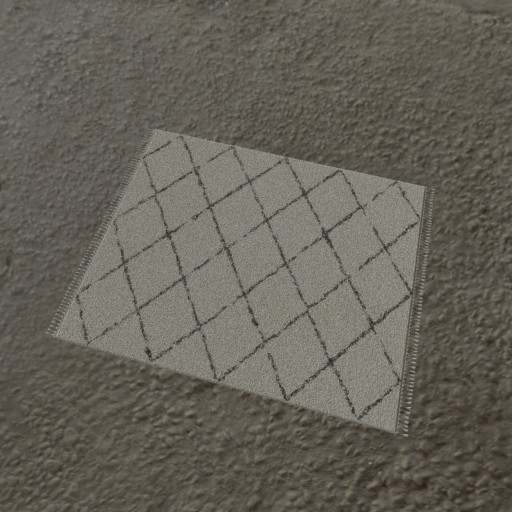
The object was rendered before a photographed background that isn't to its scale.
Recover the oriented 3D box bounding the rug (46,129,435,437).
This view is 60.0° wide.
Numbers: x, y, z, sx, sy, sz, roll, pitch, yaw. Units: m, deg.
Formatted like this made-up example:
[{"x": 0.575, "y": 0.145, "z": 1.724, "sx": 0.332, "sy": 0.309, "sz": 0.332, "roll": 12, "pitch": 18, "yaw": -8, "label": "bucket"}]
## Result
[{"x": 0.000, "y": 0.000, "z": 4.074, "sx": 3.051, "sy": 0.013, "sz": 2.380, "roll": 14, "pitch": 64, "yaw": 7, "label": "rug"}]
